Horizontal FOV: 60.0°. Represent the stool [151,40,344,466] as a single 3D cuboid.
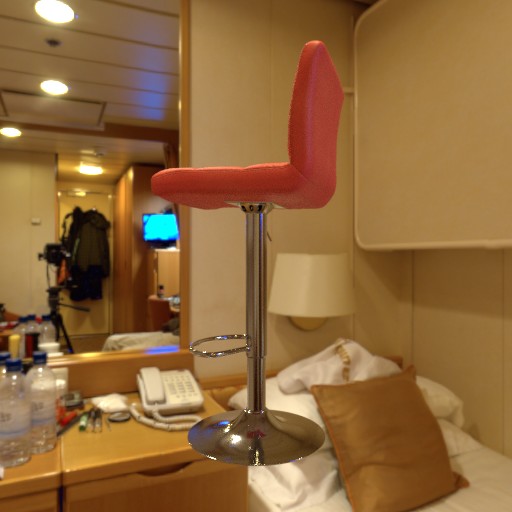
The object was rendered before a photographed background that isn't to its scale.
[{"bbox_3d":[0.000,0.000,1.380,0.505,1.115,0.430,0,0,19],"label":"stool"}]
